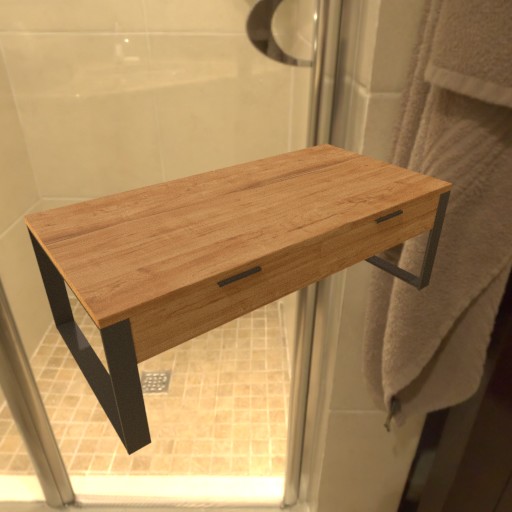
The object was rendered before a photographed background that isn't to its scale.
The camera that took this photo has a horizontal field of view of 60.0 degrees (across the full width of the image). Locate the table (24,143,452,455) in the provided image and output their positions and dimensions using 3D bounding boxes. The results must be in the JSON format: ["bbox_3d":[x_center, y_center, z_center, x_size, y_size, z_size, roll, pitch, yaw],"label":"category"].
[{"bbox_3d":[0.000,0.000,1.440,1.180,0.400,0.590,-21,36,-31],"label":"table"}]
